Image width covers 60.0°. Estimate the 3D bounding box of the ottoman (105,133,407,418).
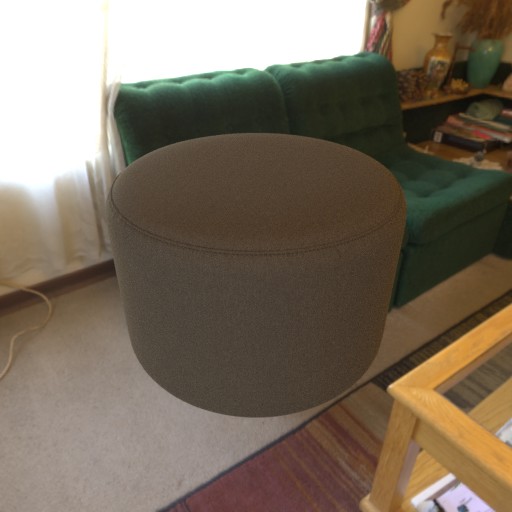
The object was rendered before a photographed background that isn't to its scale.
[{"bbox_3d":[0.000,0.000,1.007,0.608,0.433,0.608,0,32,0],"label":"ottoman"}]
